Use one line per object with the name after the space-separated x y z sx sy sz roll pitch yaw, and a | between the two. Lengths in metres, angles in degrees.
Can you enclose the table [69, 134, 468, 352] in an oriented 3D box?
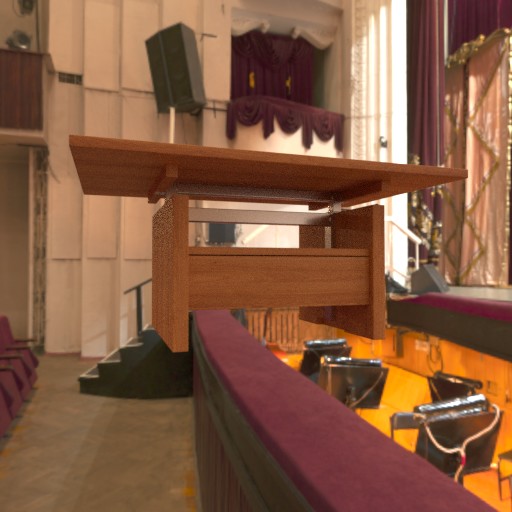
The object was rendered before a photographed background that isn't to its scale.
0.000 0.000 1.471 1.100 0.510 0.700 0 -1 -19 | table
